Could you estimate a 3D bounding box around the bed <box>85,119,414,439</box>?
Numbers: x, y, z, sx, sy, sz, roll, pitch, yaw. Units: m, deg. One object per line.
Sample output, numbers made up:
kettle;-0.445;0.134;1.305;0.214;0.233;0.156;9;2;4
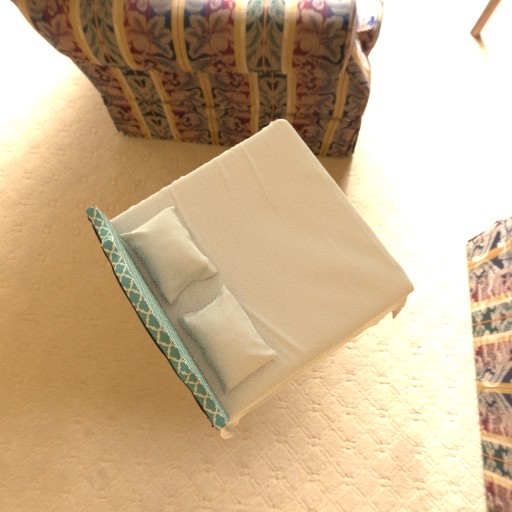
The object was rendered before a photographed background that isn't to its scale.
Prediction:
bed;0.000;0.000;3.834;2.222;1.601;2.314;-33;77;-8
